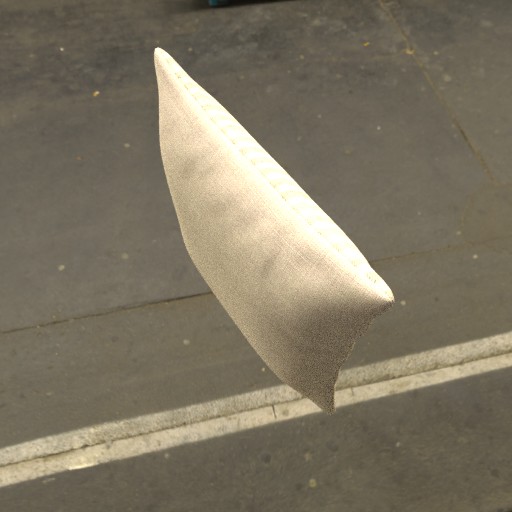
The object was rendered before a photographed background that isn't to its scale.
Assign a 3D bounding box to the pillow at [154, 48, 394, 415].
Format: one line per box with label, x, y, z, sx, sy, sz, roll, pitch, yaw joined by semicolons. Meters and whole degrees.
pillow;0.000;0.000;0.773;0.166;0.510;0.523;-30;63;-17
